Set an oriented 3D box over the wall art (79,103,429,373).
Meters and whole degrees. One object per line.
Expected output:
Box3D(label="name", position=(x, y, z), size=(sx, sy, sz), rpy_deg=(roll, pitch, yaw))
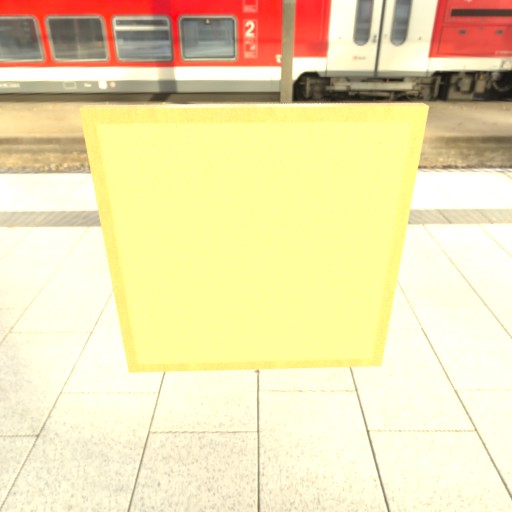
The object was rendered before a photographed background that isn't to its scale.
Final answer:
Box3D(label="wall art", position=(0.000, 0.000, 2.963), size=(1.935, 1.936, 0.097), rpy_deg=(-1, 29, -2))
